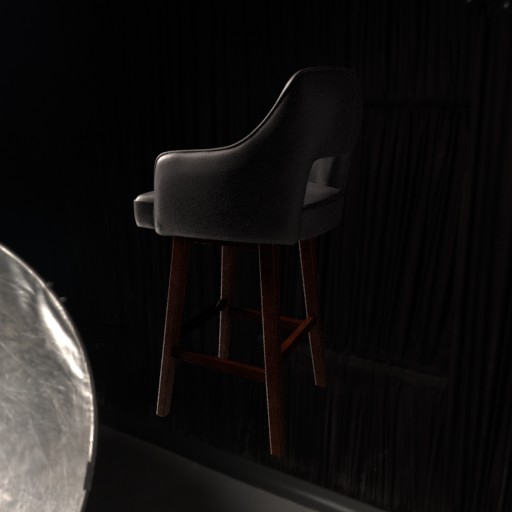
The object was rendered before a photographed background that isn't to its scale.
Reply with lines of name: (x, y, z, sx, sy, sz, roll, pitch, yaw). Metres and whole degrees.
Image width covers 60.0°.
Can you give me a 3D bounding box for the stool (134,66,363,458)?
stool: (0.000, 0.000, 1.368, 0.560, 1.041, 0.550, 8, 18, 25)
